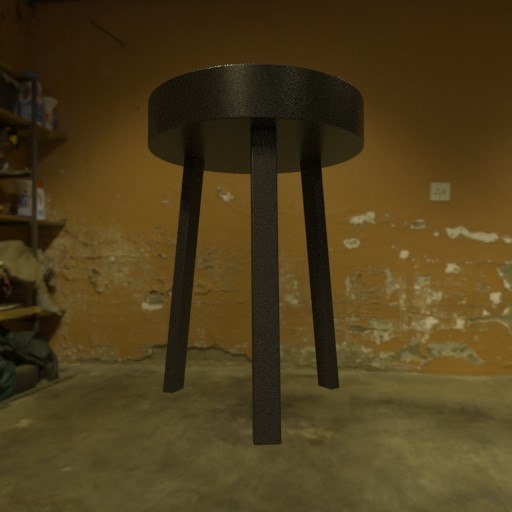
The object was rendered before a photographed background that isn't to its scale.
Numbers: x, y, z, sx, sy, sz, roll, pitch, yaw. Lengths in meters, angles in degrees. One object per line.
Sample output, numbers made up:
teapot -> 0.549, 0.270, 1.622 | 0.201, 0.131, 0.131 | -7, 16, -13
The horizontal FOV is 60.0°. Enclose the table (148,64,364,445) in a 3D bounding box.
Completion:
table -> 0.000, 0.000, 0.852 | 0.406, 0.559, 0.406 | 0, -1, 0
